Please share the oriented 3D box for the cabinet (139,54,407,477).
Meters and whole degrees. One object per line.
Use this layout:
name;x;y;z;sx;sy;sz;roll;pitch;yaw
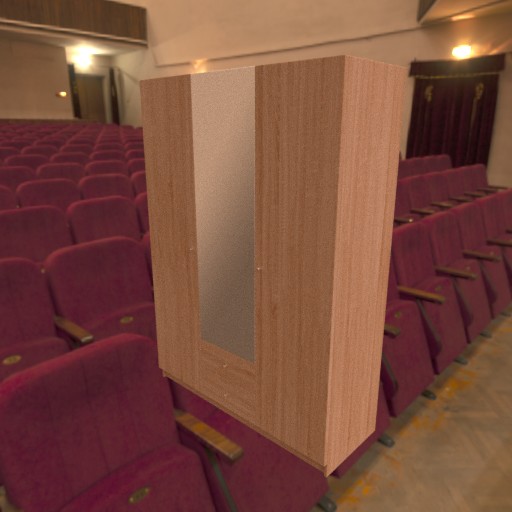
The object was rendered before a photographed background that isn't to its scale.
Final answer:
cabinet;0.000;0.000;2.780;1.500;2.120;0.590;15;22;41
